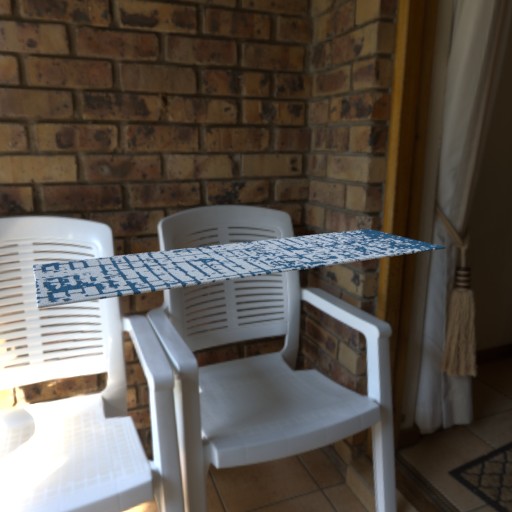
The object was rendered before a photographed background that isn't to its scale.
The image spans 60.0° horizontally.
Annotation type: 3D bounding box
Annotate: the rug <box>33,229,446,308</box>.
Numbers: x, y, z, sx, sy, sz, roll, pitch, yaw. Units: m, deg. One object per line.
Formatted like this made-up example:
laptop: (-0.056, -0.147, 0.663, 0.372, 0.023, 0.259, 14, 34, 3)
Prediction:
rug: (0.000, 0.000, 2.710, 2.435, 0.011, 0.750, -7, 16, -26)
